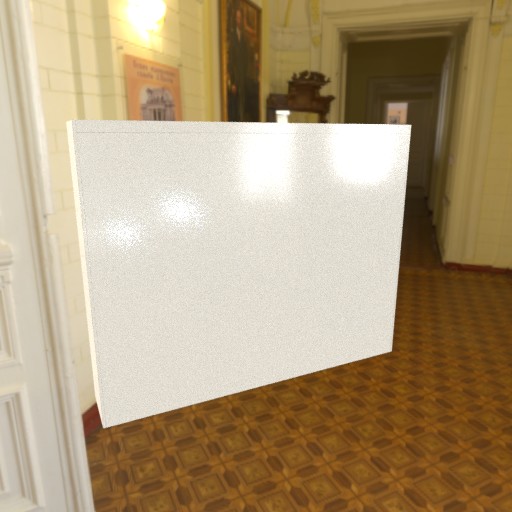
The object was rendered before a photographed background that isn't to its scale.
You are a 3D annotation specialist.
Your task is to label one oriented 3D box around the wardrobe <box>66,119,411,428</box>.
[{"bbox_3d":[0.000,0.000,4.125,3.000,2.360,0.580,-7,17,-25],"label":"wardrobe"}]
